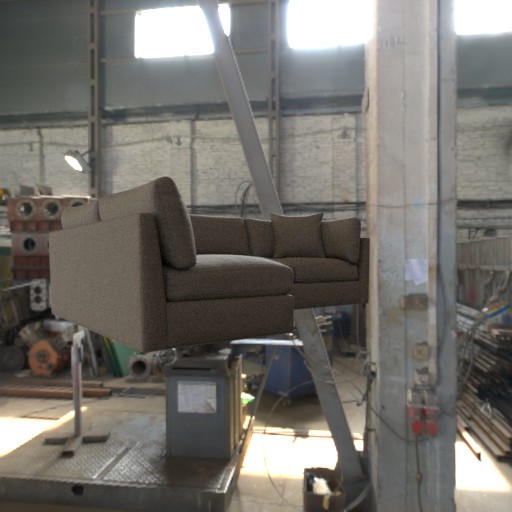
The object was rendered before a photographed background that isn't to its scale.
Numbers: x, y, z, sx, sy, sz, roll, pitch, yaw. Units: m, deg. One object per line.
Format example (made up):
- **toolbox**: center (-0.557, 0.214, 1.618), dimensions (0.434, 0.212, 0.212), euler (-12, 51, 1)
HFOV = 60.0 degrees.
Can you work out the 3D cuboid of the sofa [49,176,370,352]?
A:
- **sofa**: center (0.000, 0.000, 3.805), dimensions (2.896, 0.978, 1.994), euler (0, -1, -37)
